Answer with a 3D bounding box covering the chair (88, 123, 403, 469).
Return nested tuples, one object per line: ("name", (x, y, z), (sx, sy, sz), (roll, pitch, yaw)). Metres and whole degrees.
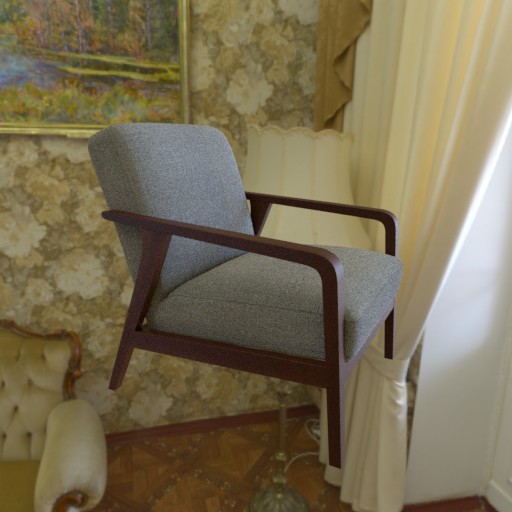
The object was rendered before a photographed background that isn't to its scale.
("chair", (0.000, 0.000, 1.466), (0.858, 0.847, 0.704), (8, 17, 27))
